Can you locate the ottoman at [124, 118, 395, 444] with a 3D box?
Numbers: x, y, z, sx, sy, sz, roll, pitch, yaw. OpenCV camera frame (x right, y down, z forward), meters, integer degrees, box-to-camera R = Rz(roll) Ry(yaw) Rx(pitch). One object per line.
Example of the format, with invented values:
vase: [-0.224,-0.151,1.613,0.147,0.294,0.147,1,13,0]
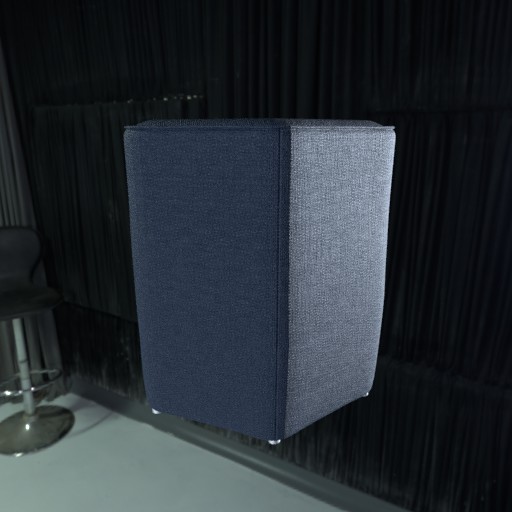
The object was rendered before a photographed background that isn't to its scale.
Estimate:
ottoman: [0.000,0.000,0.867,0.492,0.505,0.454,8,17,25]
